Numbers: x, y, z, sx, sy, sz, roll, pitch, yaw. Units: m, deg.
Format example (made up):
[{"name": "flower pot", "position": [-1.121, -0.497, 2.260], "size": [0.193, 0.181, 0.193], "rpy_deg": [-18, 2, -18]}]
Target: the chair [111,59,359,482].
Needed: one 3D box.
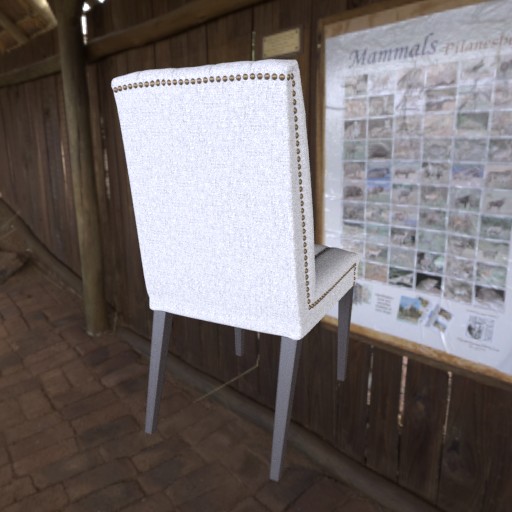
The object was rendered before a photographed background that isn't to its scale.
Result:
[{"name": "chair", "position": [0.000, 0.000, 1.374], "size": [0.511, 1.016, 0.647], "rpy_deg": [7, 16, 26]}]
